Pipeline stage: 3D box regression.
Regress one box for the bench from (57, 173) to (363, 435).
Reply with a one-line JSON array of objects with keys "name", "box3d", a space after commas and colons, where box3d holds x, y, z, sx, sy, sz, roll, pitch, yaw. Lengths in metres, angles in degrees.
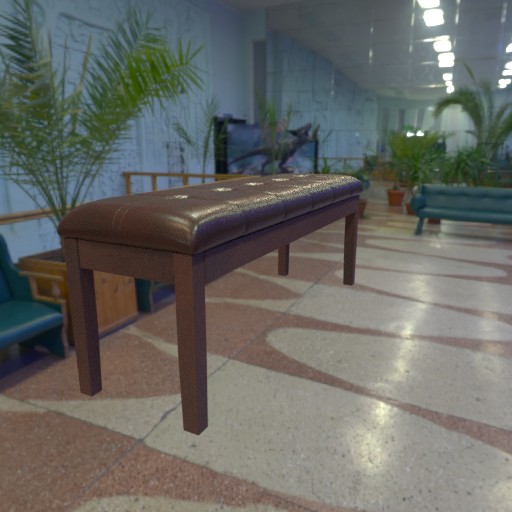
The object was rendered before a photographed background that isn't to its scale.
[{"name": "bench", "box3d": [0.000, 0.000, 1.513, 0.401, 0.491, 1.259, 7, 16, 27]}]
